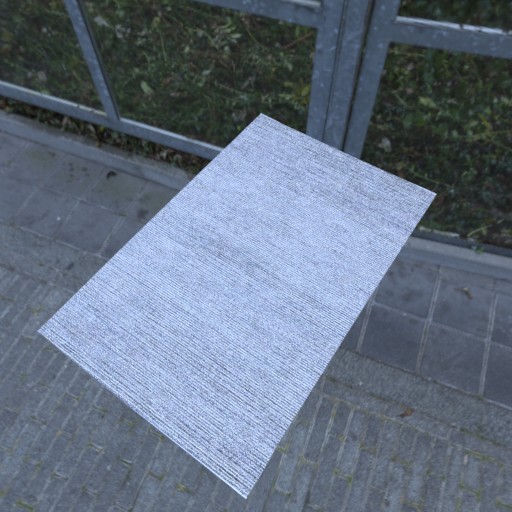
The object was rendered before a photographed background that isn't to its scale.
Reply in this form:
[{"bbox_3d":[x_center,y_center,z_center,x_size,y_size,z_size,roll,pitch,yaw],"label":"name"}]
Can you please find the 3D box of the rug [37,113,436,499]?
[{"bbox_3d":[0.000,0.000,2.202,1.159,0.021,1.789,31,63,18],"label":"rug"}]
